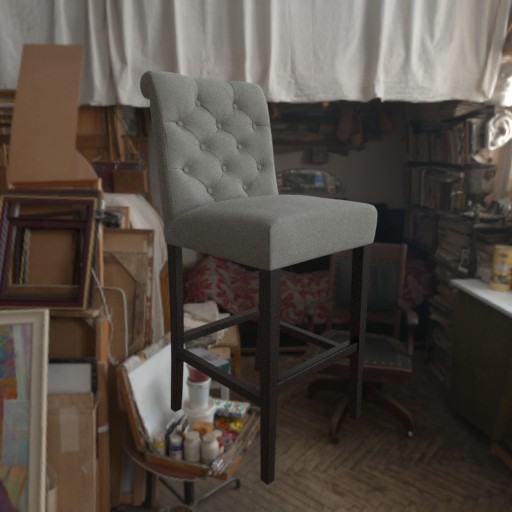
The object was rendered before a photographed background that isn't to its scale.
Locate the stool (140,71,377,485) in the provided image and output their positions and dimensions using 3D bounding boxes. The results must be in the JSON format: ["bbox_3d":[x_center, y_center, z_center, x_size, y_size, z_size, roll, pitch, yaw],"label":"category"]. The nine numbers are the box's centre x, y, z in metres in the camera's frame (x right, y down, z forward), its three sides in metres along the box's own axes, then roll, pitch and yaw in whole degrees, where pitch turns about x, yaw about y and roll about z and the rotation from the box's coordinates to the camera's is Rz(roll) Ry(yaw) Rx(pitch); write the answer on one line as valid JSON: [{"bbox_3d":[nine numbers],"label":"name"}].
[{"bbox_3d":[0.000,0.000,1.446,0.493,1.140,0.601,-13,19,-42],"label":"stool"}]
